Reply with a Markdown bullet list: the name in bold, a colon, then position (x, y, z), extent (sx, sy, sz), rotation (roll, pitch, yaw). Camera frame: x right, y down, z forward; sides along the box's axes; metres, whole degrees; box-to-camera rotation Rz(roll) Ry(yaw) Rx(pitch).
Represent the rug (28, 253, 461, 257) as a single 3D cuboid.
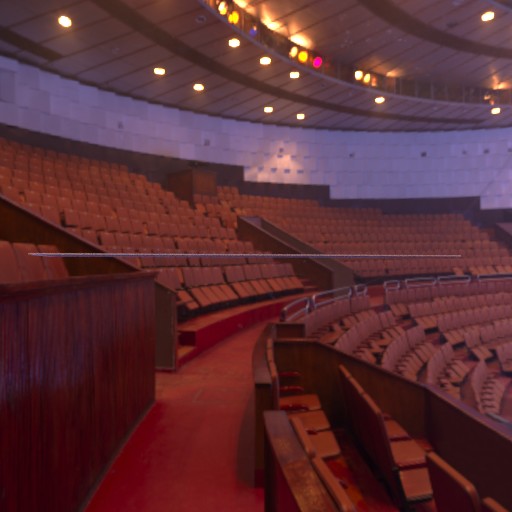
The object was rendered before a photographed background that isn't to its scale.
- **rug**: position (0.000, 0.000, 2.754), extent (2.431, 0.006, 0.806), rotation (0, -1, -18)
